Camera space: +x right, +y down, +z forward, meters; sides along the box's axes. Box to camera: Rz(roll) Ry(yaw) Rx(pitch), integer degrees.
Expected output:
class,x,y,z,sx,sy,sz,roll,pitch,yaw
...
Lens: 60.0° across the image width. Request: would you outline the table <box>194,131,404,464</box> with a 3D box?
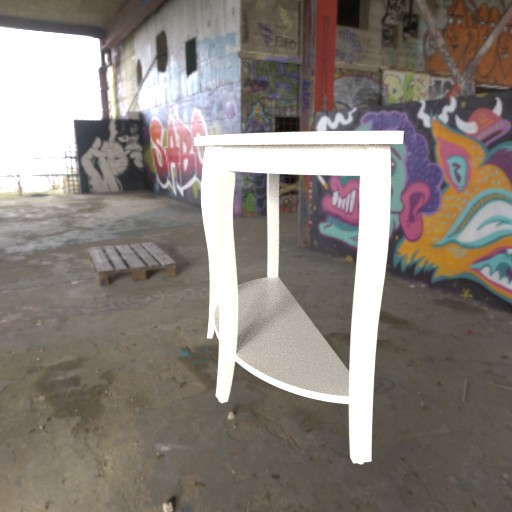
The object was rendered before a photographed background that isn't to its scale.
class,x,y,z,sx,sy,sz,roll,pitch,yaw
table,0.000,0.000,1.517,0.394,0.780,1.219,-2,14,-9
